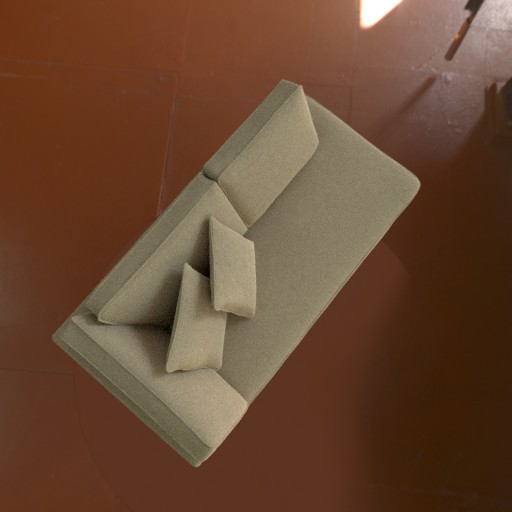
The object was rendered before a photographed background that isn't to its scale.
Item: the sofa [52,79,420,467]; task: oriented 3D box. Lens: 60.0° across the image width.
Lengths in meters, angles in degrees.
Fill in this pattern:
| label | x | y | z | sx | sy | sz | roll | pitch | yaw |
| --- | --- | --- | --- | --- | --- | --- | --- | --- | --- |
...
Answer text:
| label | x | y | z | sx | sy | sz | roll | pitch | yaw |
| --- | --- | --- | --- | --- | --- | --- | --- | --- | --- |
| sofa | 0.000 | 0.000 | 2.820 | 1.110 | 1.033 | 2.237 | 38 | 80 | 8 |
